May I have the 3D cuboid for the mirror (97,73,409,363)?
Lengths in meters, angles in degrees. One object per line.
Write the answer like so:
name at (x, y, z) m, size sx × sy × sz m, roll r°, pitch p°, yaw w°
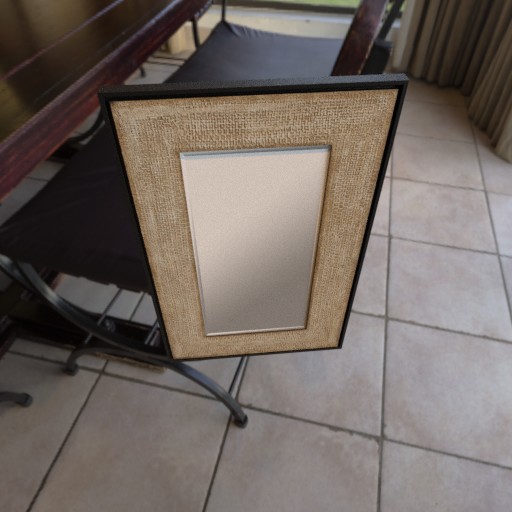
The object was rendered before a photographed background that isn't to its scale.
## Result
mirror at (0.000, 0.000, 1.526) m, size 0.762 × 1.219 × 0.038 m, roll -4°, pitch 46°, yaw -4°
